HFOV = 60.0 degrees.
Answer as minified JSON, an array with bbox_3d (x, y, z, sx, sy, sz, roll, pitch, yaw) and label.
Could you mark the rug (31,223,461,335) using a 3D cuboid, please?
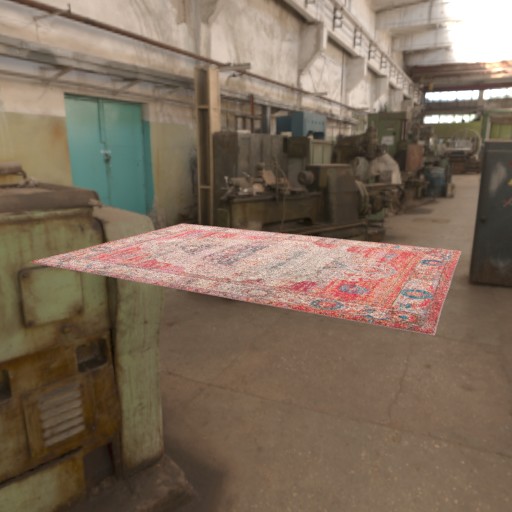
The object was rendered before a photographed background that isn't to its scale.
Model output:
[{"bbox_3d":[0.000,0.000,2.244,1.829,0.006,1.219,7,16,27],"label":"rug"}]
